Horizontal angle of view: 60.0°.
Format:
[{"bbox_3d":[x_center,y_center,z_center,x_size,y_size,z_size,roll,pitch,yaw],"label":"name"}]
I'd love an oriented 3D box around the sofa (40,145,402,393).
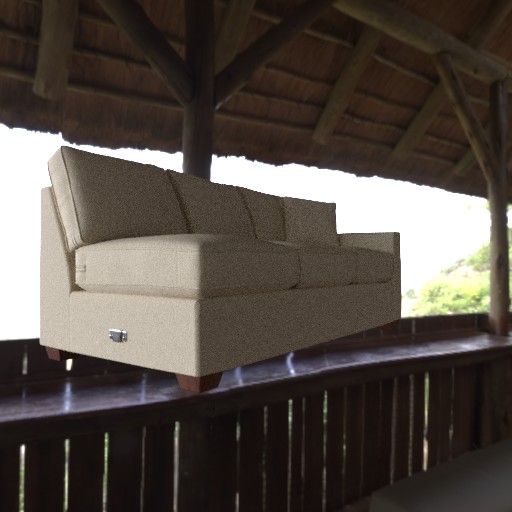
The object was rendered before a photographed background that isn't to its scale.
[{"bbox_3d":[0.000,0.000,2.468,1.034,0.946,1.963,-1,-2,37],"label":"sofa"}]
